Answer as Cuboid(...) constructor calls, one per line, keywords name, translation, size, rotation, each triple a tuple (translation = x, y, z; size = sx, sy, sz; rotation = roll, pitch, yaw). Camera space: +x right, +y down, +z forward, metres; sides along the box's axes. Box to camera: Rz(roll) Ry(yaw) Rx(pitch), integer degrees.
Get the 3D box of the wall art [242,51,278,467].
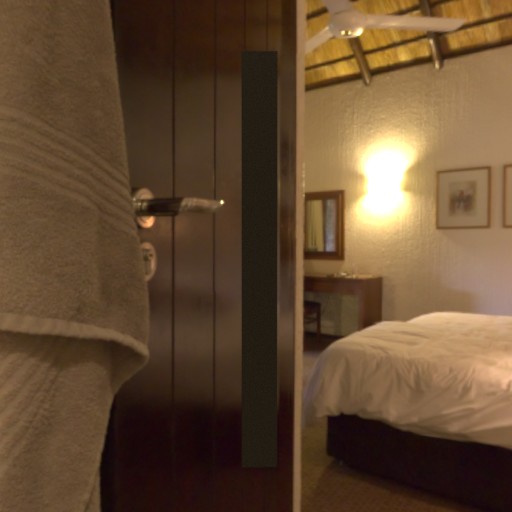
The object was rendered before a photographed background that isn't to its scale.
Cuboid(name="wall art", translation=(0.000, 0.000, 0.544), size=(0.028, 0.325, 0.397), rotation=(0, 1, -1))
